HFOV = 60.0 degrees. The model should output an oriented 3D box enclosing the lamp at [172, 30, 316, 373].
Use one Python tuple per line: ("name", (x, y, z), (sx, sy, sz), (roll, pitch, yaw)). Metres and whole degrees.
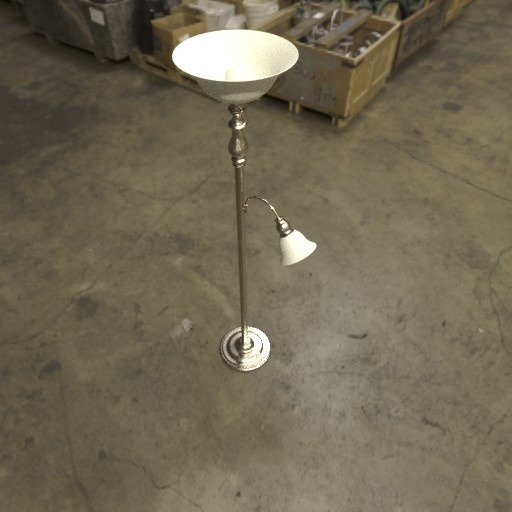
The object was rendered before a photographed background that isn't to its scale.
("lamp", (0.000, 0.000, 2.038), (0.575, 1.785, 0.405), (30, 53, 26))
